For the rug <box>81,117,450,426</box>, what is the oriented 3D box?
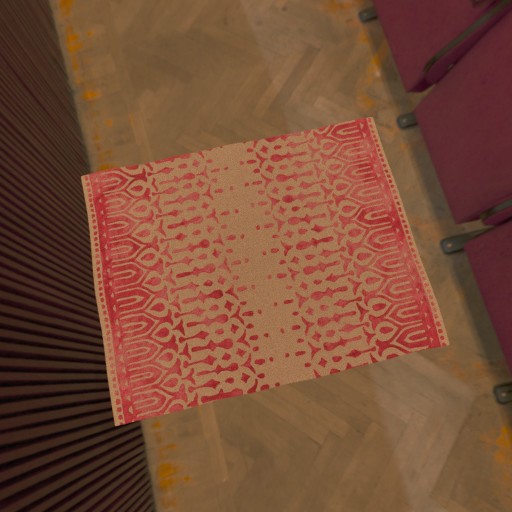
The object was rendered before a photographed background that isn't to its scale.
[{"bbox_3d":[0.000,0.000,4.248,3.095,0.016,2.441,-12,75,-3],"label":"rug"}]
